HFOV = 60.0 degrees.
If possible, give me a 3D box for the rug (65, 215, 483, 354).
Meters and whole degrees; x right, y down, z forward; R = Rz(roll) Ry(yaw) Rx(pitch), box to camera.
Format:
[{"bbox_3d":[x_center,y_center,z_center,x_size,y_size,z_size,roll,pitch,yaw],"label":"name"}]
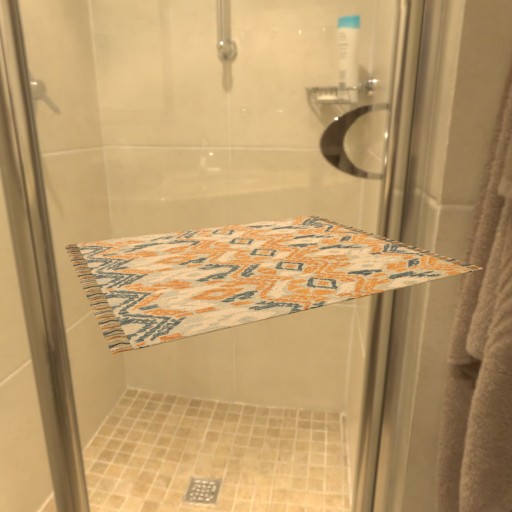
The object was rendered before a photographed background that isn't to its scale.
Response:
[{"bbox_3d":[0.000,0.000,4.078,3.048,0.010,2.439,-9,19,-27],"label":"rug"}]
